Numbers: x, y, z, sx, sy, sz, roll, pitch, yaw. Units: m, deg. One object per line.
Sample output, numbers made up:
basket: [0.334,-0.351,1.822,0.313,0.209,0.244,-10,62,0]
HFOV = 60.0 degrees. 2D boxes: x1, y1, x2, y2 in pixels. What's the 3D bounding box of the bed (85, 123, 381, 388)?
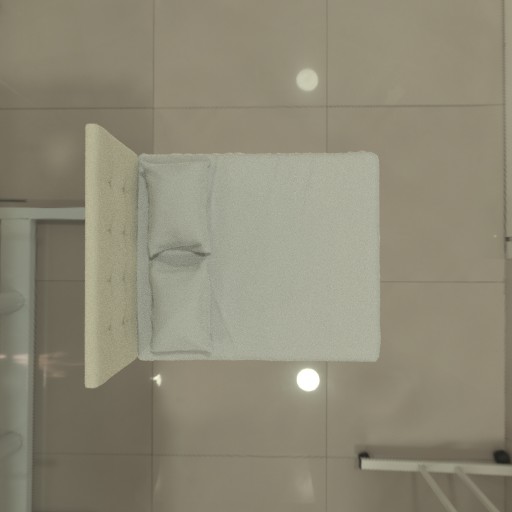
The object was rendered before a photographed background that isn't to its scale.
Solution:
bed: [0.000,0.000,3.455,2.222,1.577,1.936,0,90,2]
